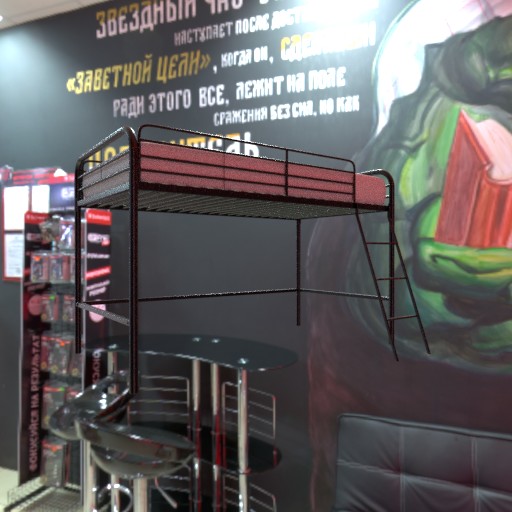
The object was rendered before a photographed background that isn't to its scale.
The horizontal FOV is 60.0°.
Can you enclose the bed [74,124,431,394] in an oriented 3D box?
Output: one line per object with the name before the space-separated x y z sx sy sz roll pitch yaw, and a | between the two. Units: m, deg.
bed | 0.000 0.000 2.940 1.968 1.289 1.393 0 0 -36
